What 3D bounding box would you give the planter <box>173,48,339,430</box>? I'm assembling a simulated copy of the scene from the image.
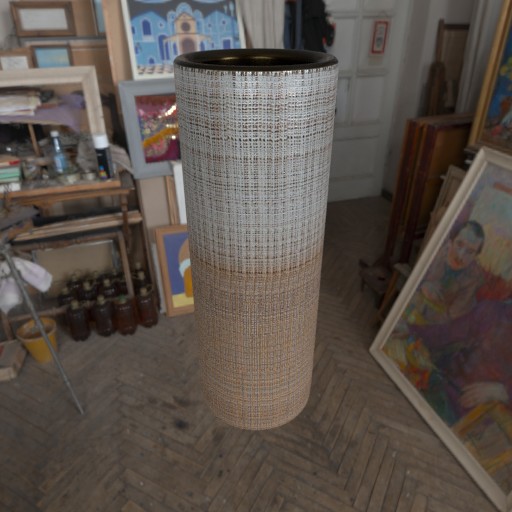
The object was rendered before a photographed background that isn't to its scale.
[{"bbox_3d":[0.000,0.000,0.336,0.099,0.278,0.099,19,35,30],"label":"planter"}]
